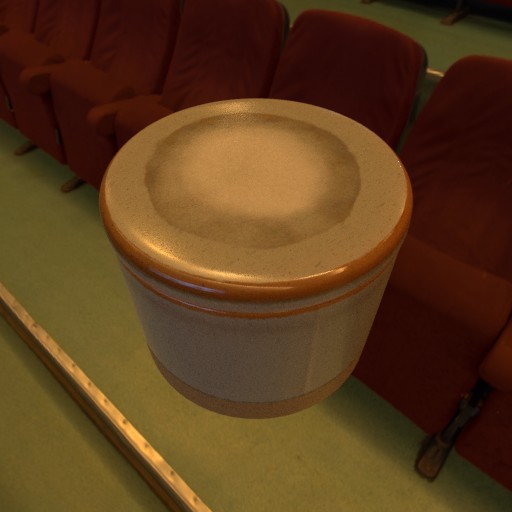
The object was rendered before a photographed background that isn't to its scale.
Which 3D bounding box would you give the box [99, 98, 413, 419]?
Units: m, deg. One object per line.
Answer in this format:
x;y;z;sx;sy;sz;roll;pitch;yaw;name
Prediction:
0.000;0.000;0.211;0.123;0.100;0.123;0;47;0;box
